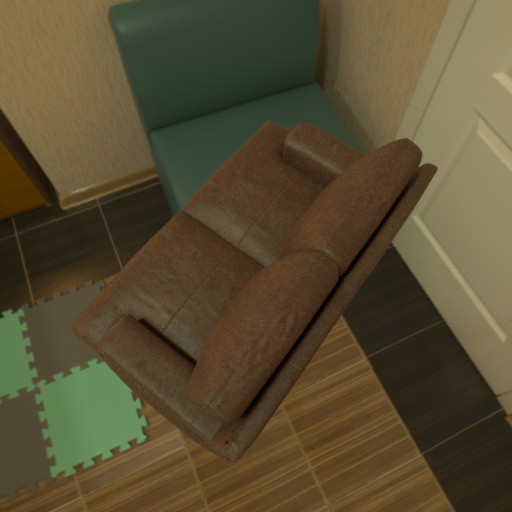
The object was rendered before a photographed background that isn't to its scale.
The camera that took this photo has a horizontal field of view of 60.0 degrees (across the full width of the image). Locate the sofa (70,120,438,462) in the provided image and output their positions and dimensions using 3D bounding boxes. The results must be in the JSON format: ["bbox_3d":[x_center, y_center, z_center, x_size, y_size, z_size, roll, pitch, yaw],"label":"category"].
[{"bbox_3d":[0.000,0.000,2.460,1.143,0.939,1.880,33,68,16],"label":"sofa"}]
